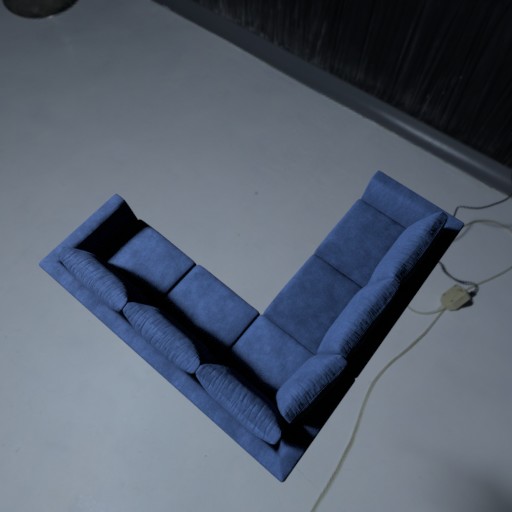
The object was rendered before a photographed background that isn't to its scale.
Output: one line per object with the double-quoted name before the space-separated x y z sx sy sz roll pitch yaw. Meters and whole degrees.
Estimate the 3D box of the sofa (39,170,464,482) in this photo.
"sofa" 0.000 0.000 3.813 2.463 0.988 2.472 37 71 15
